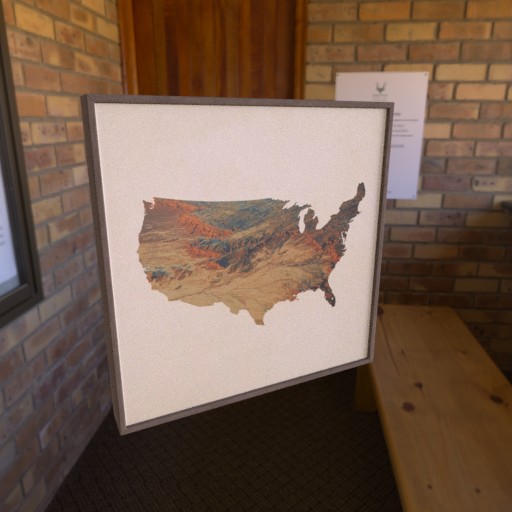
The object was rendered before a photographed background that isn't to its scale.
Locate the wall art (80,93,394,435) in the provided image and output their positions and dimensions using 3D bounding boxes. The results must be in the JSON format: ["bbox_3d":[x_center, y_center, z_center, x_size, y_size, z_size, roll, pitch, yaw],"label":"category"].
[{"bbox_3d":[0.000,0.000,0.453,0.303,0.302,0.038,-8,18,-25],"label":"wall art"}]
